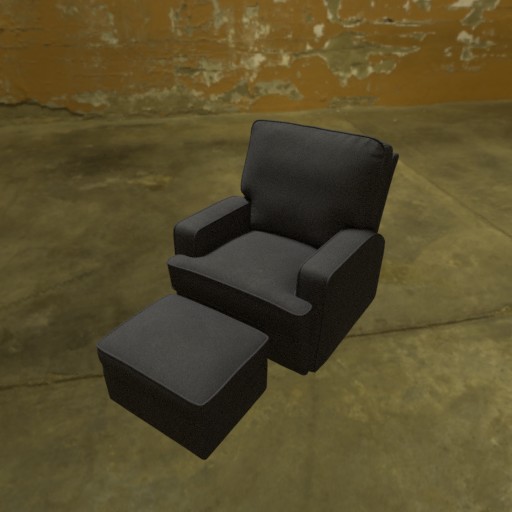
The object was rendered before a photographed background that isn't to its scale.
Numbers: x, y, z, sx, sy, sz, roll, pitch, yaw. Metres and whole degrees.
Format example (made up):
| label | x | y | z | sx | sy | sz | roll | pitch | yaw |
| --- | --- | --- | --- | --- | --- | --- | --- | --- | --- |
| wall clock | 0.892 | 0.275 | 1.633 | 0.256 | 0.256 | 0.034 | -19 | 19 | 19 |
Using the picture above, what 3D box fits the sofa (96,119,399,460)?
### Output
| label | x | y | z | sx | sy | sz | roll | pitch | yaw |
| --- | --- | --- | --- | --- | --- | --- | --- | --- | --- |
| sofa | 0.000 | 0.000 | 2.045 | 0.861 | 0.959 | 1.472 | 19 | 35 | 29 |
